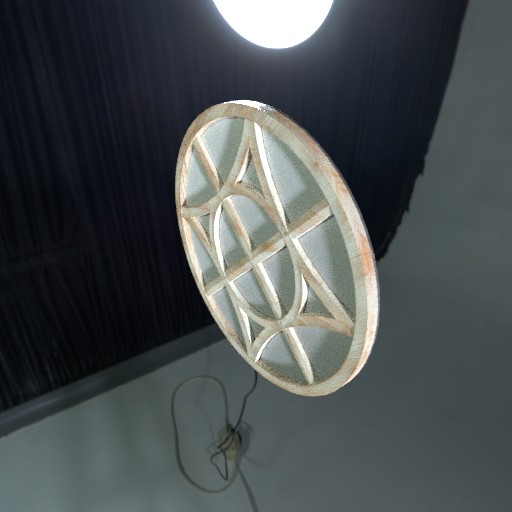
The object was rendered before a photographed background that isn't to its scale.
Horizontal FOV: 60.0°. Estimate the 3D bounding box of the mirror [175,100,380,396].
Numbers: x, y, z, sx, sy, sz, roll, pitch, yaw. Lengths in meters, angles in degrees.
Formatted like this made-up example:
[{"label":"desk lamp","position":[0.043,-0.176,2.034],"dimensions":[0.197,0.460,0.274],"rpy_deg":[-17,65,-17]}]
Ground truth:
[{"label":"mirror","position":[0.000,0.000,1.070],"dimensions":[0.038,0.710,0.710],"rpy_deg":[-22,38,-32]}]
